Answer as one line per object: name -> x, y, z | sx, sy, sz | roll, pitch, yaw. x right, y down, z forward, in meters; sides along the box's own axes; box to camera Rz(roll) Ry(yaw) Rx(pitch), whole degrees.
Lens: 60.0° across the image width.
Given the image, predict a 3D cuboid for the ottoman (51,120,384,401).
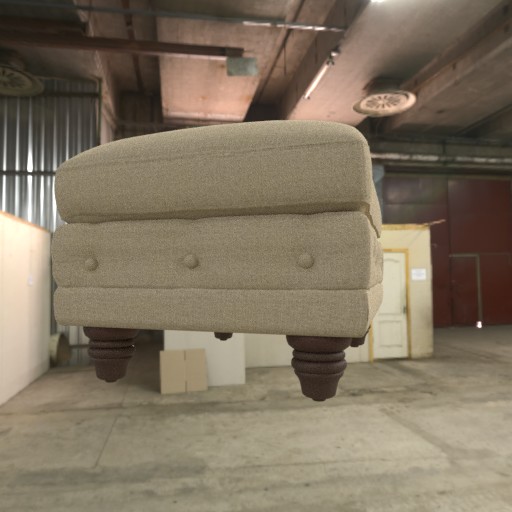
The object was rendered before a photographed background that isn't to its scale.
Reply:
ottoman -> 0.000, 0.000, 0.990 | 0.541, 0.463, 0.684 | -1, -3, 18
